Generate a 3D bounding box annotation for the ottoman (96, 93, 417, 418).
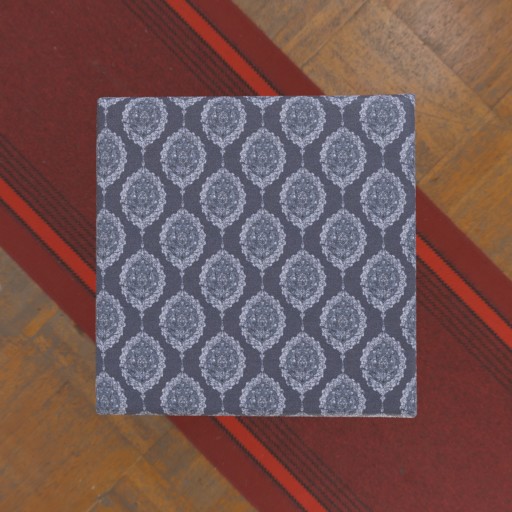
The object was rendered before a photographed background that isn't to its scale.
[{"bbox_3d":[0.000,0.000,1.370,0.889,0.409,0.890,0,89,1],"label":"ottoman"}]
